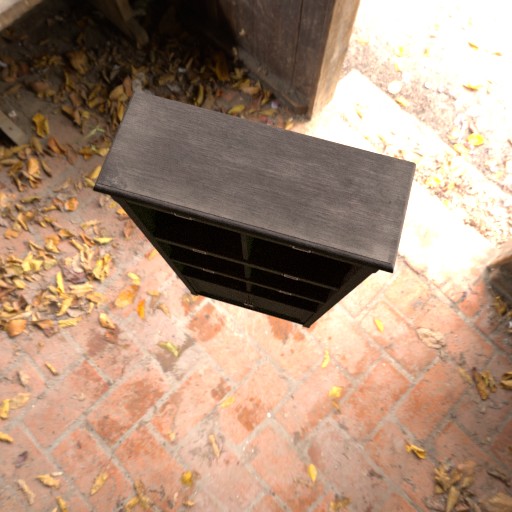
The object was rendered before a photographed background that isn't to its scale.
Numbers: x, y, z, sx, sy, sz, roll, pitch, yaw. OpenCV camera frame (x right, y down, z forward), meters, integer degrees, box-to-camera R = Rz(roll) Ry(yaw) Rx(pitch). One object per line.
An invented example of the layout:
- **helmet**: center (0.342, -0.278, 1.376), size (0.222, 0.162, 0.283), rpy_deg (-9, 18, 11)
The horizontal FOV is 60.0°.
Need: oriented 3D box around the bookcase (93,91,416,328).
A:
- **bookcase**: center (0.000, 0.000, 2.218), size (0.906, 1.880, 0.348), rpy_deg (16, 76, 4)
